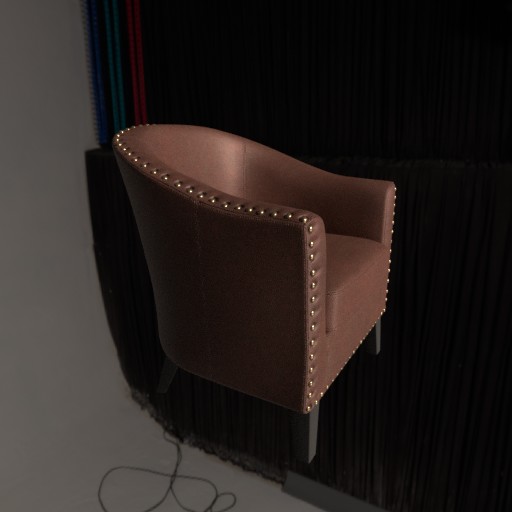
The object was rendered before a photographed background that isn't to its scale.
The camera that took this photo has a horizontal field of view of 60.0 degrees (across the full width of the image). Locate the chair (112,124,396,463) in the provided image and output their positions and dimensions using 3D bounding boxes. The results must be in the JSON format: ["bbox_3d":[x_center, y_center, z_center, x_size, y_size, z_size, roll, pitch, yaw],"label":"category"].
[{"bbox_3d":[0.000,0.000,1.435,0.748,0.823,0.794,9,18,28],"label":"chair"}]
